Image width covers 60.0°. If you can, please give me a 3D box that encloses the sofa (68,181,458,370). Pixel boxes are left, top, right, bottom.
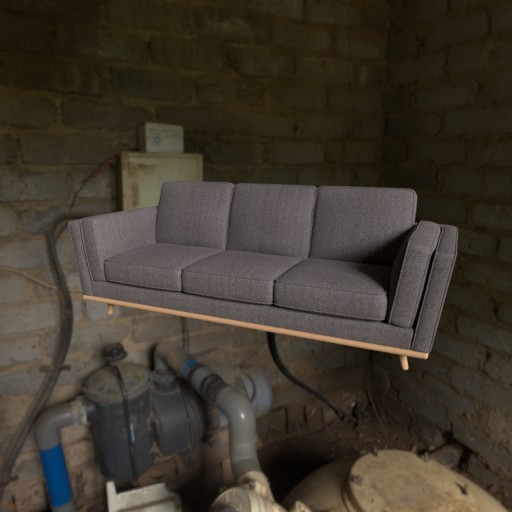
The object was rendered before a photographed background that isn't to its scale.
[{"bbox_3d":[0.000,0.000,2.887,2.362,0.899,0.903,6,14,24],"label":"sofa"}]
